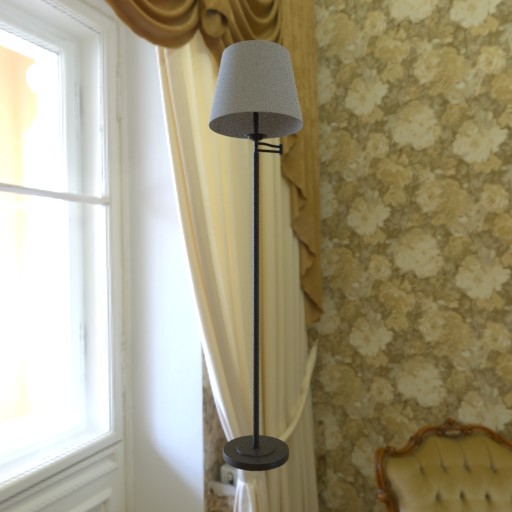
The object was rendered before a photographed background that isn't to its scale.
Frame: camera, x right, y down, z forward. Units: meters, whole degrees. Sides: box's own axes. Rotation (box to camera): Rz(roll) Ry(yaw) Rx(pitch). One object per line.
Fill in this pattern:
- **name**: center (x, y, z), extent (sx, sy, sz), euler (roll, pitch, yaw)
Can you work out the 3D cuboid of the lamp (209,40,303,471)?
- **lamp**: center (0.000, 0.000, 1.636), extent (0.348, 1.473, 0.348), euler (0, 0, -17)
